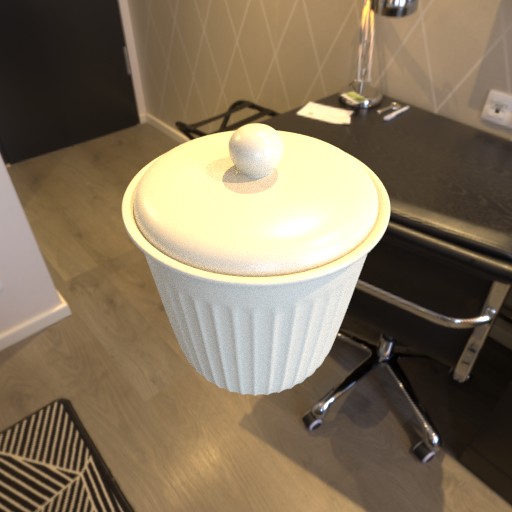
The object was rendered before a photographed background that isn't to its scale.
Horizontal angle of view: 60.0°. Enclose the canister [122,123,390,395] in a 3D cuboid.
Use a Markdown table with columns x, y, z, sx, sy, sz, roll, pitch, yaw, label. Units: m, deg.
| x | y | z | sx | sy | sz | roll | pitch | yaw | label |
| --- | --- | --- | --- | --- | --- | --- | --- | --- | --- |
| 0.000 | 0.000 | 0.344 | 0.181 | 0.211 | 0.181 | 0 | 41 | 0 | canister |
